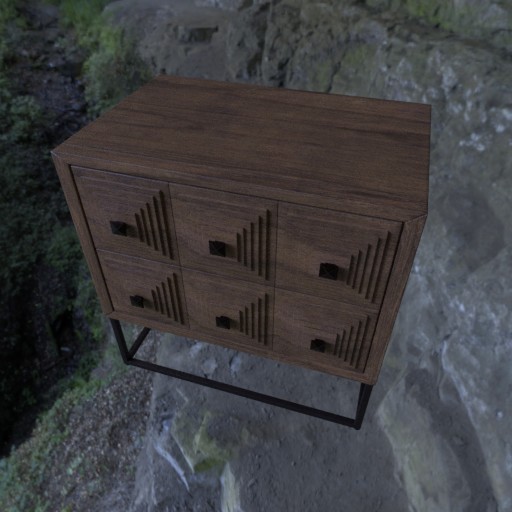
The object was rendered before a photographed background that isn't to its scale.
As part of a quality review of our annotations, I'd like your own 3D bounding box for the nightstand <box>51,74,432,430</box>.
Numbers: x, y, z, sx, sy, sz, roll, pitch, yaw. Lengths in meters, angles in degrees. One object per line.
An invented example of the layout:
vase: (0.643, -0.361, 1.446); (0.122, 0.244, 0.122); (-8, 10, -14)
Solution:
nightstand: (0.000, 0.000, 1.008); (0.610, 0.610, 0.437); (12, 42, 13)
